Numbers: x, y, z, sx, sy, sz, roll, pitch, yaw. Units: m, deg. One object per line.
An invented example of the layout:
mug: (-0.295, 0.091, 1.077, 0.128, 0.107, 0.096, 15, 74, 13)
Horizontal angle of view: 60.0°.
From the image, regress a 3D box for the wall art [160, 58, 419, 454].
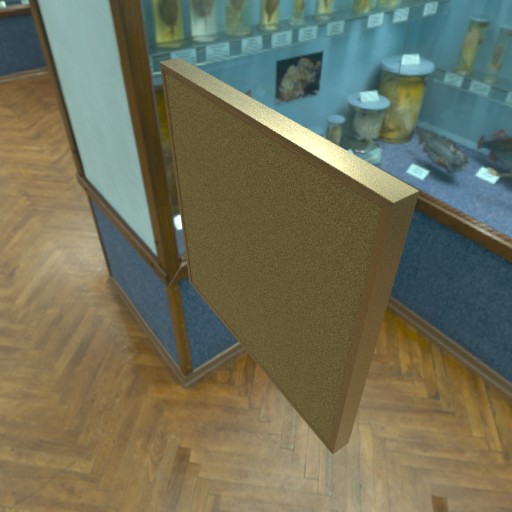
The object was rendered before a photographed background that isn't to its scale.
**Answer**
wall art: (0.000, 0.000, 0.744, 0.037, 0.505, 0.505, -24, 46, -26)
